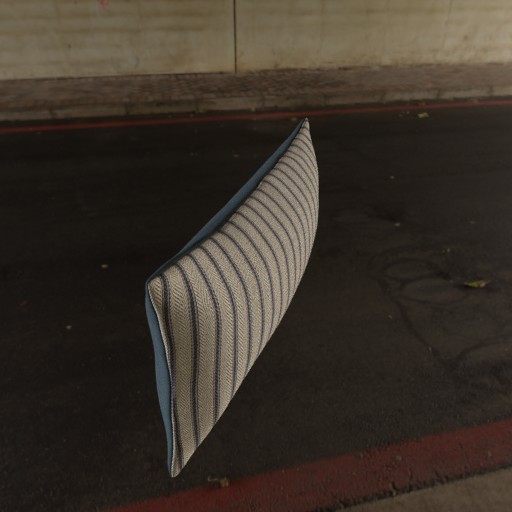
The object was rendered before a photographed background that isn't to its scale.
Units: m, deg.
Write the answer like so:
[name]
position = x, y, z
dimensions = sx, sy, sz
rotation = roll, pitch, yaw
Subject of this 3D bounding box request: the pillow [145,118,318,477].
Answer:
[pillow]
position = 0.000, 0.000, 0.716
dimensions = 0.151, 0.305, 0.609
rotation = 10, 32, 16
